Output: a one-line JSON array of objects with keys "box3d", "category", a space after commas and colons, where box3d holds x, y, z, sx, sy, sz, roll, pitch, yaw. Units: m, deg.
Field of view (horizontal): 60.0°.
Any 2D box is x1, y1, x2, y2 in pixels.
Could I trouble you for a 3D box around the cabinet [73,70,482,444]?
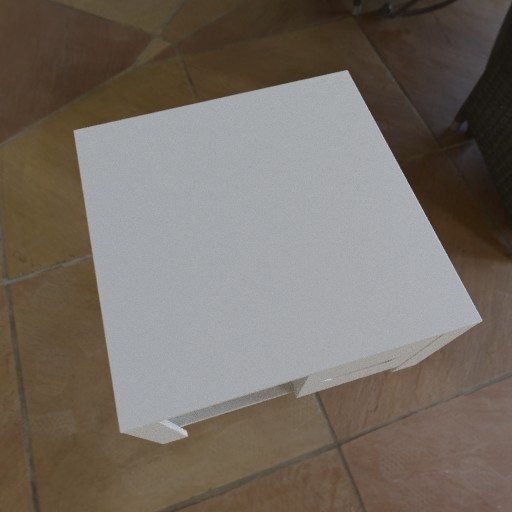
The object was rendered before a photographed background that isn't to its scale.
[{"box3d": [0.000, 0.000, 1.296, 0.800, 0.460, 0.800, -15, 65, -7], "category": "cabinet"}]
